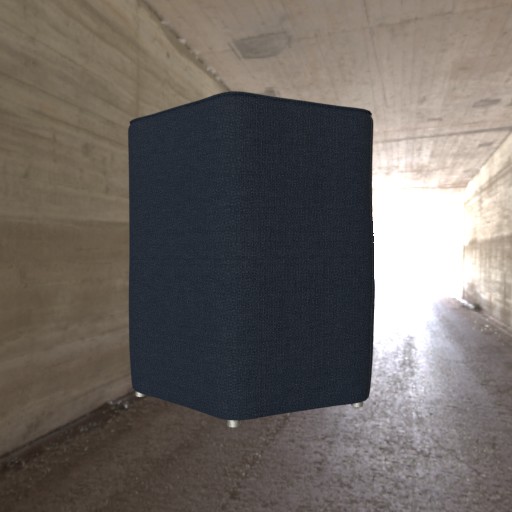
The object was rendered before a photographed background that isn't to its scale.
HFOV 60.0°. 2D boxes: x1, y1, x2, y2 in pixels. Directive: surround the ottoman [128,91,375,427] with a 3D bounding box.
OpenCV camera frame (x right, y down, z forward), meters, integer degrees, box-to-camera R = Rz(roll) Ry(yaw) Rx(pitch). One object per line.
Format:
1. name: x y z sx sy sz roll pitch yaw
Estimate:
1. ottoman: 0.000 0.000 0.887 0.492 0.505 0.454 0 1 -18
